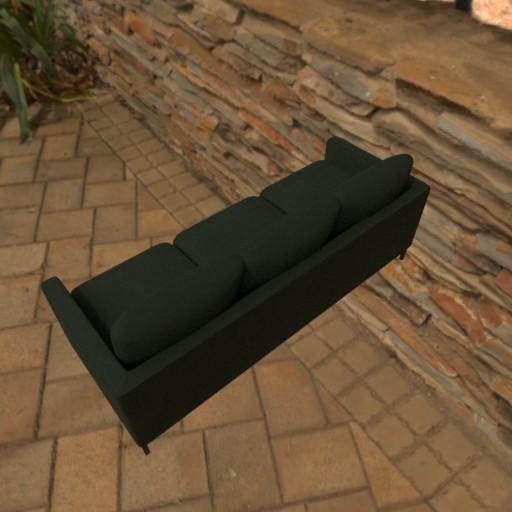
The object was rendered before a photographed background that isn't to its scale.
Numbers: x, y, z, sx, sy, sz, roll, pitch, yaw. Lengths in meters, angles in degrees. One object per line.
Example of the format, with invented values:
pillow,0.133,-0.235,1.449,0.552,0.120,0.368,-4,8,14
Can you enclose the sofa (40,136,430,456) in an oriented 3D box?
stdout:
sofa,0.000,0.000,2.689,2.218,0.870,0.859,-31,53,-27
